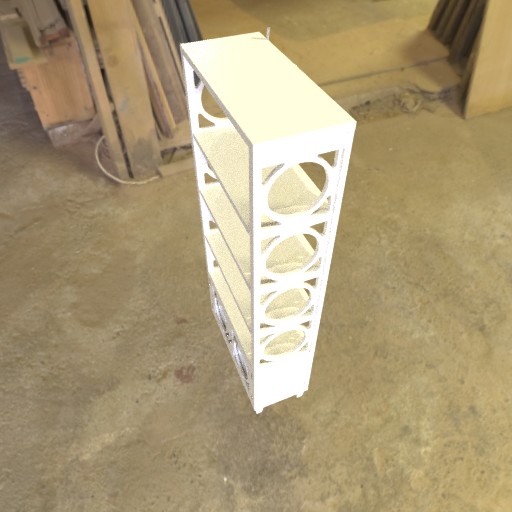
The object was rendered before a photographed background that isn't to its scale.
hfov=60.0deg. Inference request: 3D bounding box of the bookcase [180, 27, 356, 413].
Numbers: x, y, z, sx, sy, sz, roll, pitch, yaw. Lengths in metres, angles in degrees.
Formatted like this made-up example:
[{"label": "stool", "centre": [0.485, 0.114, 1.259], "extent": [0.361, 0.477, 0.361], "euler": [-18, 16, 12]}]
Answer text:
[{"label": "bookcase", "centre": [0.000, 0.000, 2.174], "extent": [0.361, 1.869, 0.761], "euler": [-17, 49, -15]}]
